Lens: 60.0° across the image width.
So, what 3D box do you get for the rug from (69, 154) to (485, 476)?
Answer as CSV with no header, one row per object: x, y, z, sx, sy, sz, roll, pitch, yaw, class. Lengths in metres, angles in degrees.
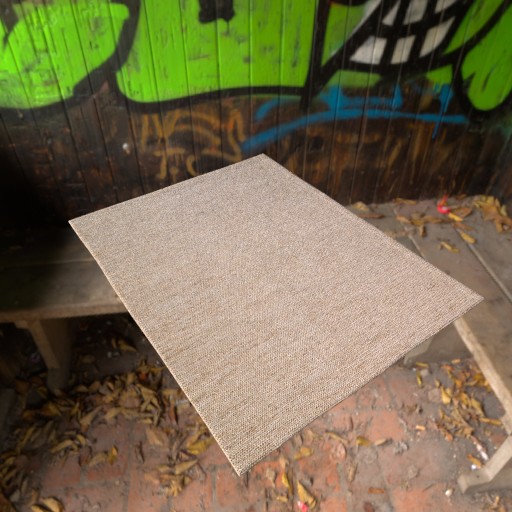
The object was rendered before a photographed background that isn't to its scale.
0.000,0.000,3.997,2.406,0.012,3.034,-25,47,-26,rug
